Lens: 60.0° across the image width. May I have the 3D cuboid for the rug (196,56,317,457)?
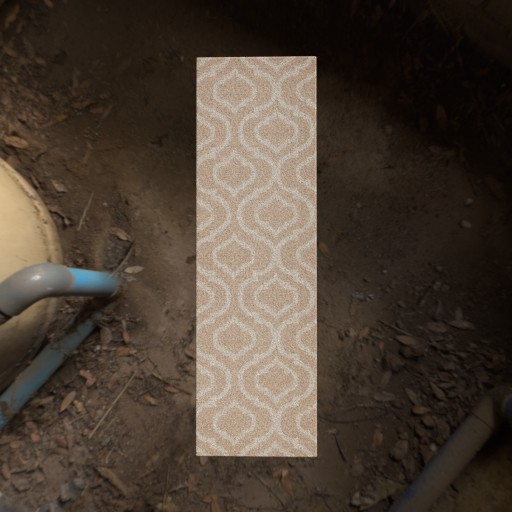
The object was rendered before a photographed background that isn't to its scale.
[{"bbox_3d":[0.000,0.000,2.541,0.691,0.013,2.289,0,89,1],"label":"rug"}]
